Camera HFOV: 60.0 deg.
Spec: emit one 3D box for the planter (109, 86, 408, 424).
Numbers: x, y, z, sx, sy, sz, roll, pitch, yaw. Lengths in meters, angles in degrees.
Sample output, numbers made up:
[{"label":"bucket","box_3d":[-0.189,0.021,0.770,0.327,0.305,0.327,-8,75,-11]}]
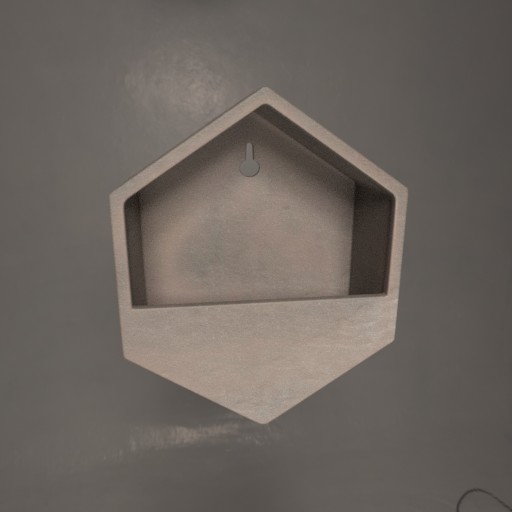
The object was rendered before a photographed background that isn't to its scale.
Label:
[{"label":"planter","box_3d":[0.000,0.000,0.296,0.169,0.206,0.077,-2,16,-7]}]
